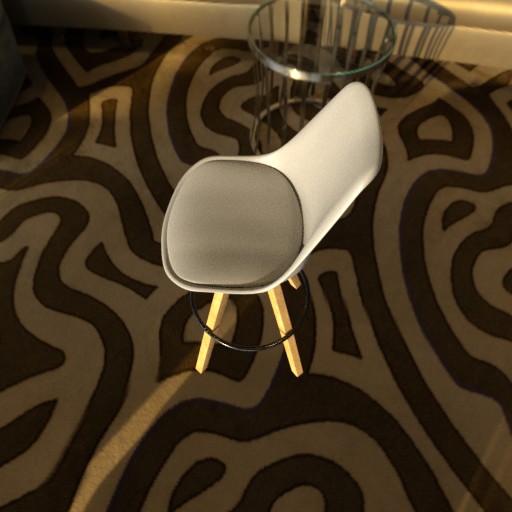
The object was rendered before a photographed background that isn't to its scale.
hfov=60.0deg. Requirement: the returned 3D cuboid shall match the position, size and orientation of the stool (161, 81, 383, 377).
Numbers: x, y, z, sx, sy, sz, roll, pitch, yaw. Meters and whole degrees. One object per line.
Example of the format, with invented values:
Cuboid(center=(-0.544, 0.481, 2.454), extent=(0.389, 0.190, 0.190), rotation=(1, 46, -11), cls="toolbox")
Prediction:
Cuboid(center=(0.000, 0.000, 1.430), extent=(0.550, 1.115, 0.485), rotation=(2, 58, 1), cls="stool")
